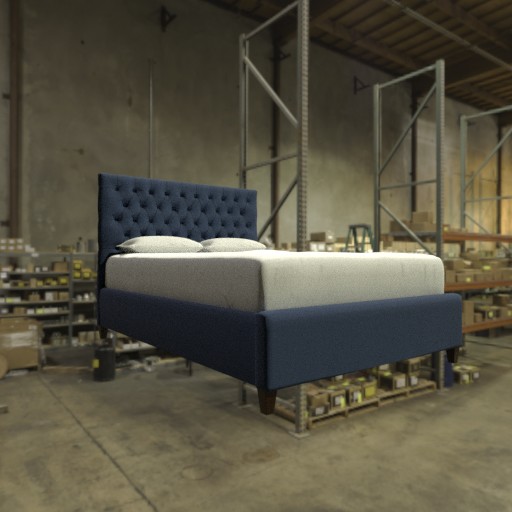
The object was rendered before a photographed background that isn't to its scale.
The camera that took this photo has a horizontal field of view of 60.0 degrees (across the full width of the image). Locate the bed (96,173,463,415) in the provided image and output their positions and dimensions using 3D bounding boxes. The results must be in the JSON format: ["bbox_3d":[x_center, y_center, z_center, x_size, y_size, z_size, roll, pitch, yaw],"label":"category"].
[{"bbox_3d":[0.000,0.000,3.405,1.706,1.427,2.387,0,0,-37],"label":"bed"}]
